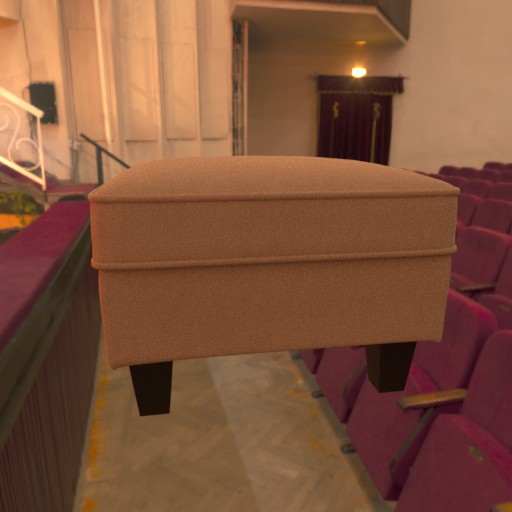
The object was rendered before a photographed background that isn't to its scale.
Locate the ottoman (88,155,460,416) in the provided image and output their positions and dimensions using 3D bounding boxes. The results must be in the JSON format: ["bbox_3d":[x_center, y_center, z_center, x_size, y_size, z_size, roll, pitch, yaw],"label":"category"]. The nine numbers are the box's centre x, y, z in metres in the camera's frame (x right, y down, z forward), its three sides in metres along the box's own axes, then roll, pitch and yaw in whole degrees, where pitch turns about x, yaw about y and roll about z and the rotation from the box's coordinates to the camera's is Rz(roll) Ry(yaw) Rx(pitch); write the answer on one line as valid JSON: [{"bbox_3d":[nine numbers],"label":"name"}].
[{"bbox_3d":[0.000,0.000,1.002,0.613,0.438,0.616,-2,15,-9],"label":"ottoman"}]
